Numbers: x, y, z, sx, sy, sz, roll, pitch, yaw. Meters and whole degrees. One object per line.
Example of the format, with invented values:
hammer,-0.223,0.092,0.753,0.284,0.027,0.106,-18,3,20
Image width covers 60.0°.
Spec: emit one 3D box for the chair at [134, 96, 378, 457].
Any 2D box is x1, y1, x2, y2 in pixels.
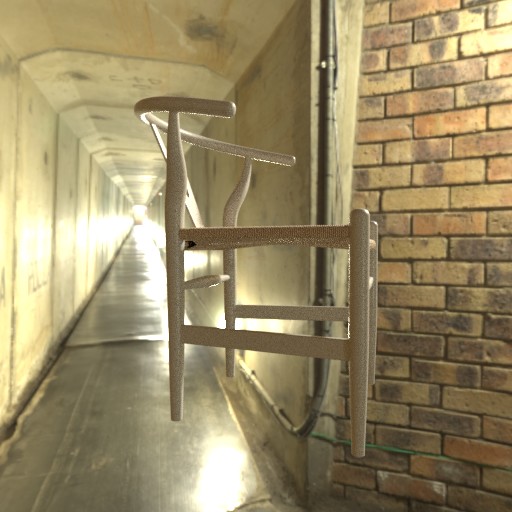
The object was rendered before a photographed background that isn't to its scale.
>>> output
chair,0.000,0.000,1.116,0.579,0.730,0.569,0,1,17
